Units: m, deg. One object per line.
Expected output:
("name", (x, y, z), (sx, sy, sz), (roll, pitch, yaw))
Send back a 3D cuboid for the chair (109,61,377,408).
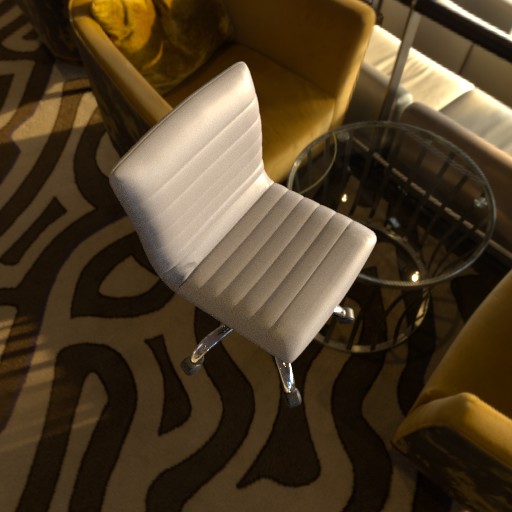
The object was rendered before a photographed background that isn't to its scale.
("chair", (0.000, 0.000, 1.120), (0.542, 0.750, 0.569), (32, 64, 18))
